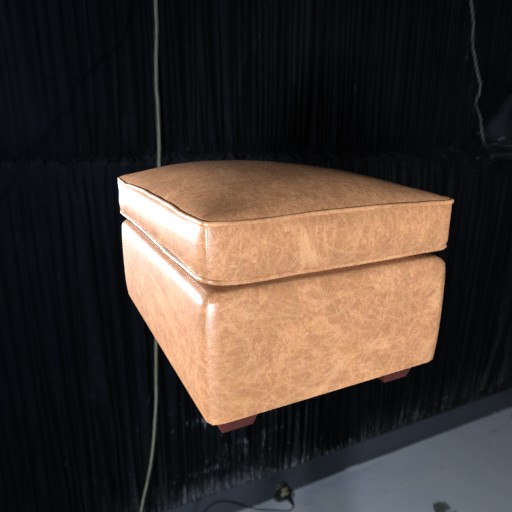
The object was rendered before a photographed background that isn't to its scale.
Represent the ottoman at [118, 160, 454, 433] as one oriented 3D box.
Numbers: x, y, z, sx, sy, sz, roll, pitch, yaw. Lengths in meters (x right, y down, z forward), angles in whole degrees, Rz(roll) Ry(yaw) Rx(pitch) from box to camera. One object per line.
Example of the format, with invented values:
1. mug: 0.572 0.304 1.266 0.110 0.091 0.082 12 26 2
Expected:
1. ottoman: 0.000 0.000 1.133 0.554 0.468 0.756 -8 18 -25
